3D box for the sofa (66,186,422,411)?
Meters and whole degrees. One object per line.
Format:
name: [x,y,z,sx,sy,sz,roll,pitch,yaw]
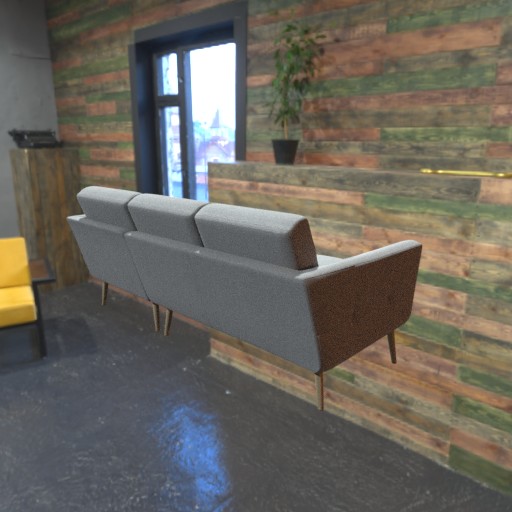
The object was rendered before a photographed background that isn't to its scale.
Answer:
sofa: [0.000,0.000,2.817,2.040,0.860,1.530,13,20,42]
